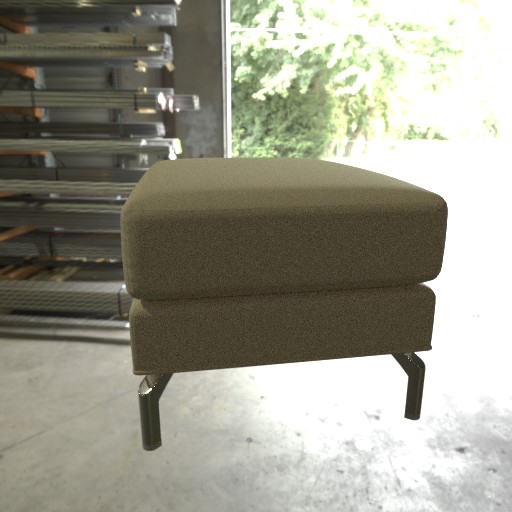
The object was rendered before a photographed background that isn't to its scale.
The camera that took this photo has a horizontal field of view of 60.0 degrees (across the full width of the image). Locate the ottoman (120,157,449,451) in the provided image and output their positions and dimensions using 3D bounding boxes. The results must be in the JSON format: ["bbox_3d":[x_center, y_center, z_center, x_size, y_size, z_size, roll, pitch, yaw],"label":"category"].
[{"bbox_3d":[0.000,0.000,1.176,0.581,0.497,0.835,-3,16,-9],"label":"ottoman"}]
